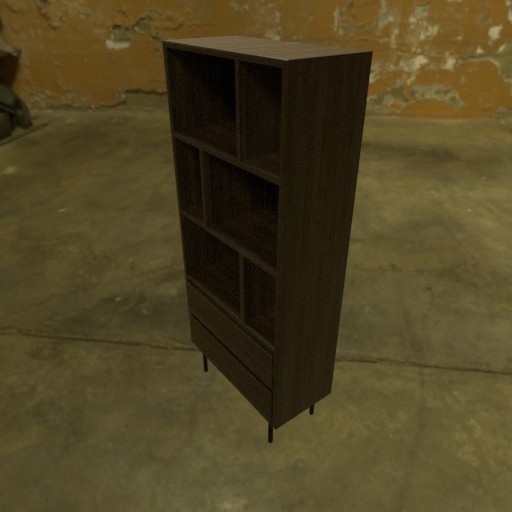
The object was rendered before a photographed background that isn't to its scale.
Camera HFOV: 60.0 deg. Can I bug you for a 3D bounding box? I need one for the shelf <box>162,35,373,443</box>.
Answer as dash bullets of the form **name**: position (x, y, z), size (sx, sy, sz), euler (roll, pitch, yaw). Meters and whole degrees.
- **shelf**: position (0.000, 0.000, 1.791), size (0.323, 1.545, 0.670), euler (-21, 37, -32)
